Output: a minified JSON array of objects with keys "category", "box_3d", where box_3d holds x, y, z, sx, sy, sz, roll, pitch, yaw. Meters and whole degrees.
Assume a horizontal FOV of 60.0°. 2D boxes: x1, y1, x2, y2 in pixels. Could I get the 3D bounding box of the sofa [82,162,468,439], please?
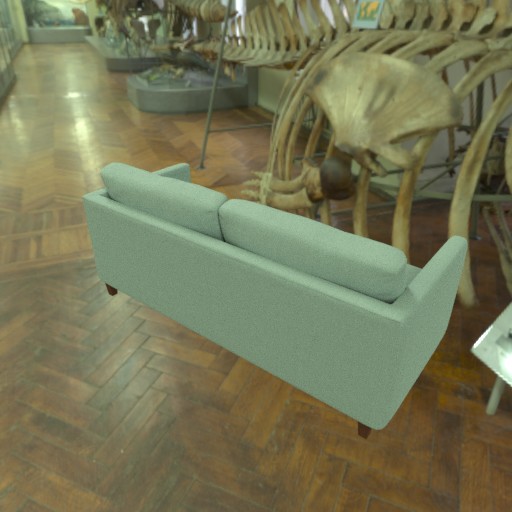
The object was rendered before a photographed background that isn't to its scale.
[{"category":"sofa","box_3d":[0.000,0.000,2.760,2.208,0.965,0.951,21,35,32]}]
